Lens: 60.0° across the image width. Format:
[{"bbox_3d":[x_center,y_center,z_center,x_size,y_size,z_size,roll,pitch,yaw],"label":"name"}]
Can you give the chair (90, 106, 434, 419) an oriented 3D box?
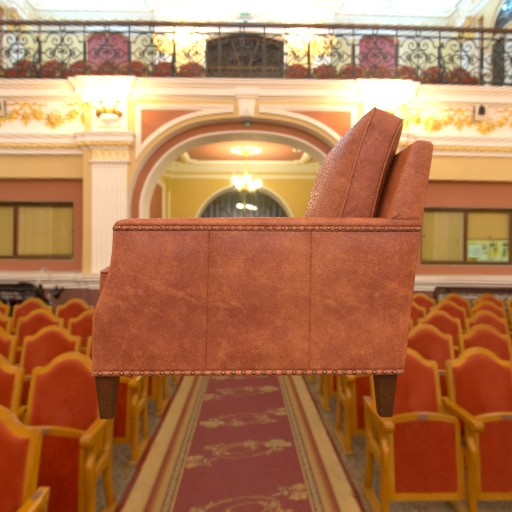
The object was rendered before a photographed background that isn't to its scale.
[{"bbox_3d":[0.000,0.000,1.685,1.014,0.943,0.853,0,0,-1],"label":"chair"}]
